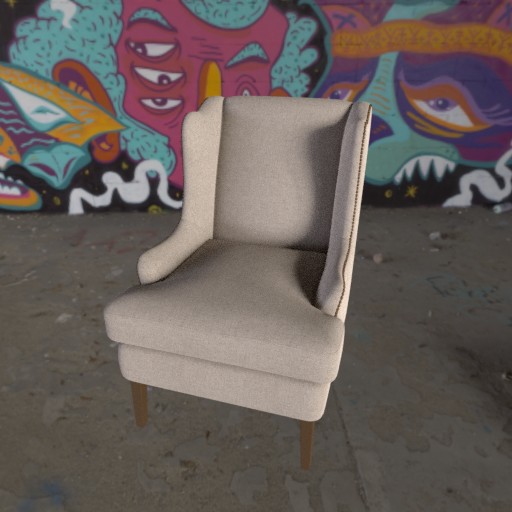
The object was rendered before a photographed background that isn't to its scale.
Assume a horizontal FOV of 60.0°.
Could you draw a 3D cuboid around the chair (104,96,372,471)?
[{"bbox_3d":[0.000,0.000,1.647,0.737,1.029,0.940,8,27,15],"label":"chair"}]
